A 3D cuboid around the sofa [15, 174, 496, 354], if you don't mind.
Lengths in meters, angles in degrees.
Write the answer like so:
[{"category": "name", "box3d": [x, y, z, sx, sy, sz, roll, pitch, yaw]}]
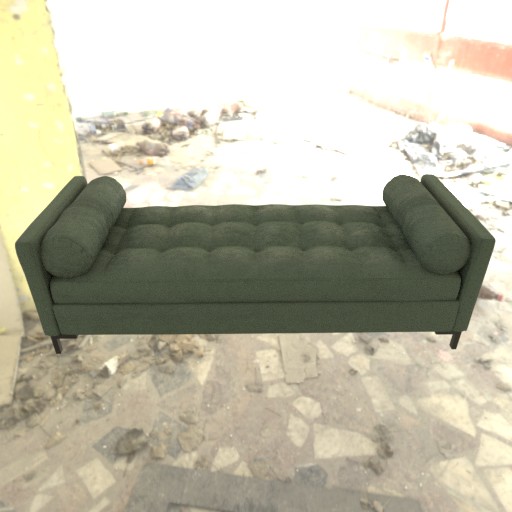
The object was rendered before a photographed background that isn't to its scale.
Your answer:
[{"category": "sofa", "box3d": [0.000, 0.000, 2.407, 2.130, 0.681, 0.817, 0, 32, -1]}]
